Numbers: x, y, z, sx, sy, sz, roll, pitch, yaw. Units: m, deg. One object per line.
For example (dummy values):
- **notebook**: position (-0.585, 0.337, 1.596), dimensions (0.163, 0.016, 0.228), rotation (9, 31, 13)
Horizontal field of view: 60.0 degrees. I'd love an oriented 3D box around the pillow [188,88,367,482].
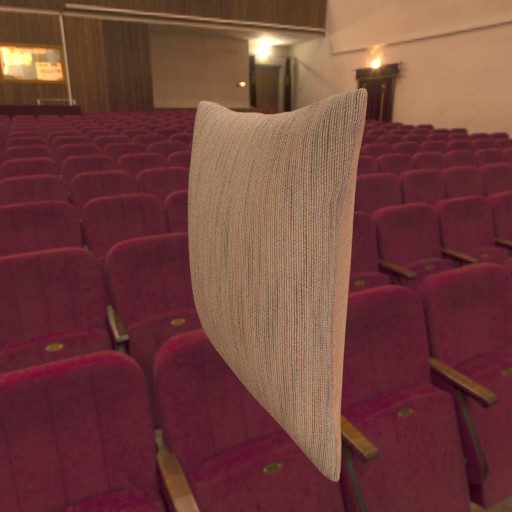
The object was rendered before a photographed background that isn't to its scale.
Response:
- **pillow**: position (0.000, 0.000, 0.746), dimensions (0.178, 0.506, 0.512), rotation (-9, 20, -25)
